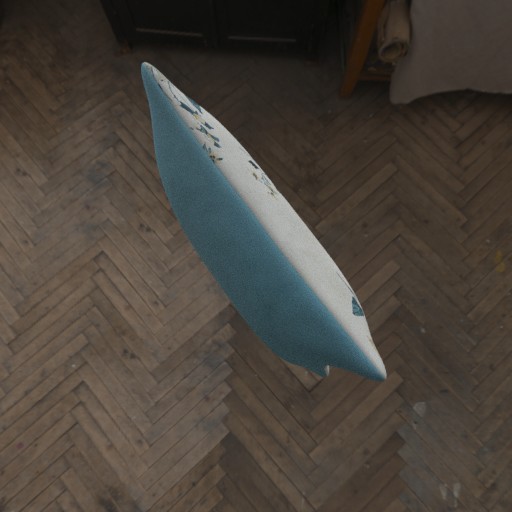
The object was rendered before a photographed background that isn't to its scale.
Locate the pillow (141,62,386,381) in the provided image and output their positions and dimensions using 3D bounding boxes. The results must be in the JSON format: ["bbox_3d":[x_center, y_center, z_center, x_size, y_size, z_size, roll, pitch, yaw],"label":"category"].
[{"bbox_3d":[0.000,0.000,0.803,0.166,0.507,0.526,-35,78,-9],"label":"pillow"}]
